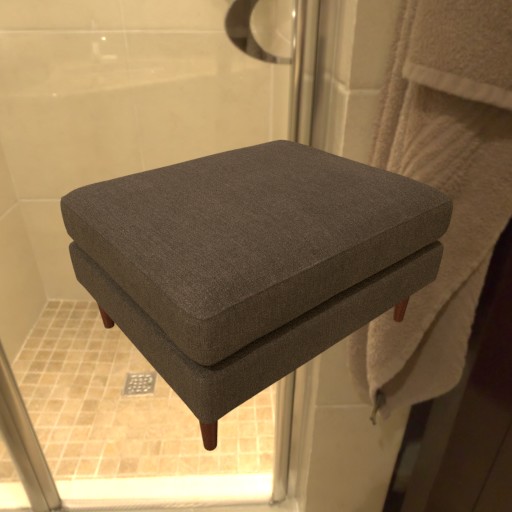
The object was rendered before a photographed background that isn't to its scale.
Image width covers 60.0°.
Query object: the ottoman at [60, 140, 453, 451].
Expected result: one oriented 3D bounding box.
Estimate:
[{"bbox_3d":[0.000,0.000,1.256,0.821,0.474,0.693,-23,37,-33],"label":"ottoman"}]
